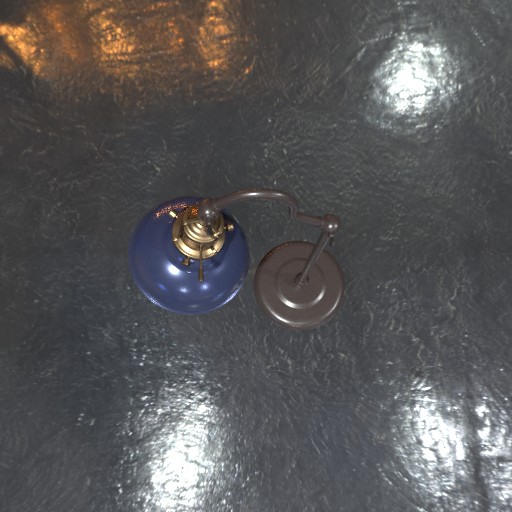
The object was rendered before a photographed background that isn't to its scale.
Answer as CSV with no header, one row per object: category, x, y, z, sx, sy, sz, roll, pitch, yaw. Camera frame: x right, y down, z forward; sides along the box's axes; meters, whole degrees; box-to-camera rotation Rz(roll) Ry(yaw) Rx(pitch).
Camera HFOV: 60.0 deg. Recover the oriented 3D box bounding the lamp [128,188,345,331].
lamp,0.000,0.000,0.693,0.374,0.508,0.192,-2,75,-1
